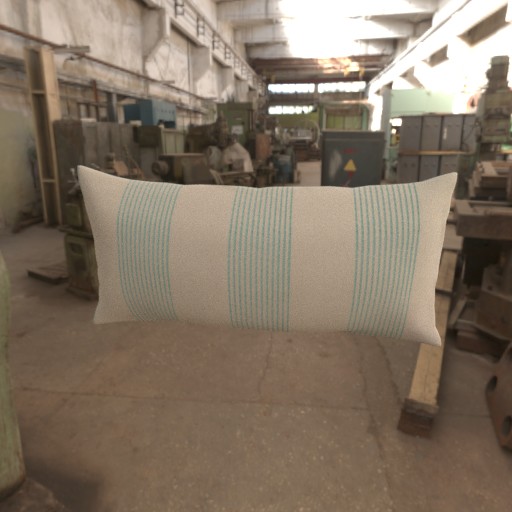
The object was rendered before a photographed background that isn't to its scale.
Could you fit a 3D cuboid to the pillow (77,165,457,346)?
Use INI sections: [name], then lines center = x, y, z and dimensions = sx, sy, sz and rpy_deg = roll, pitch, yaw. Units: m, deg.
[pillow]
center = 0.000, 0.000, 0.732
dimensions = 0.610, 0.287, 0.151
rpy_deg = 2, 16, 9
